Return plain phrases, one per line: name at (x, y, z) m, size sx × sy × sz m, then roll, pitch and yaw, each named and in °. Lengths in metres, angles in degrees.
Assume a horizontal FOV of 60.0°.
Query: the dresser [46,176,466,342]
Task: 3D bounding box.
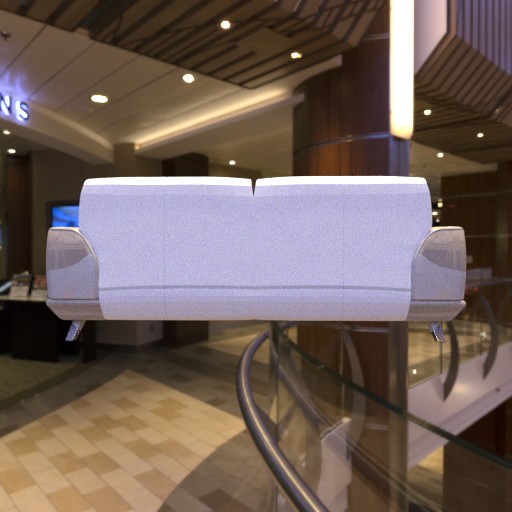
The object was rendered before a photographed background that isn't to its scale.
dresser at (0.000, 0.000, 5.969) m, size 4.679 × 1.863 × 2.251 m, roll 0°, pitch 1°, yaw 1°
